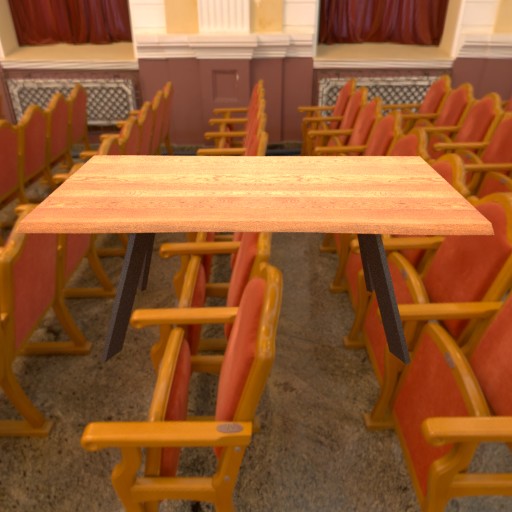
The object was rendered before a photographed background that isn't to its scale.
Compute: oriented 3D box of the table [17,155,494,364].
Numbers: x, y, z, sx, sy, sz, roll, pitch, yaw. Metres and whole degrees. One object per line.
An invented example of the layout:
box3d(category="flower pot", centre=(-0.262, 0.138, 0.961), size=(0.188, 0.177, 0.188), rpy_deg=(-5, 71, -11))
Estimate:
box3d(category="table", centre=(0.000, 0.000, 2.231), size=(1.800, 0.770, 0.900), rpy_deg=(0, 29, 0))
